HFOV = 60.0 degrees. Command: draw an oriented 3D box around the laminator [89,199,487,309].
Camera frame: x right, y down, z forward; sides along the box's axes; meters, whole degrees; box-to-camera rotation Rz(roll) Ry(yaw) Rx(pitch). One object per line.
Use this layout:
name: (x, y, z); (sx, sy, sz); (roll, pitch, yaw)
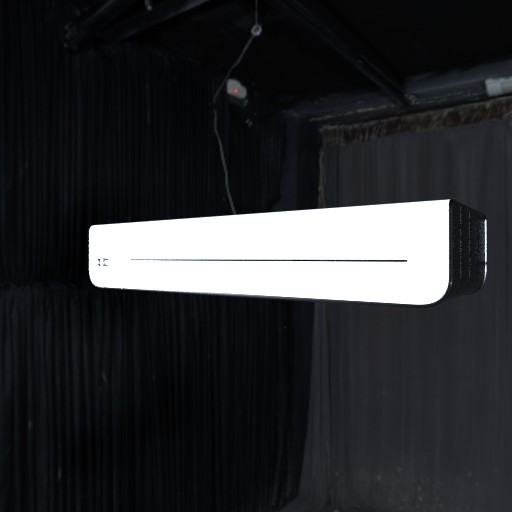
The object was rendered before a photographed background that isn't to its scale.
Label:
laminator: (0.000, 0.000, 0.384); (0.340, 0.062, 0.123); (0, 0, 36)
